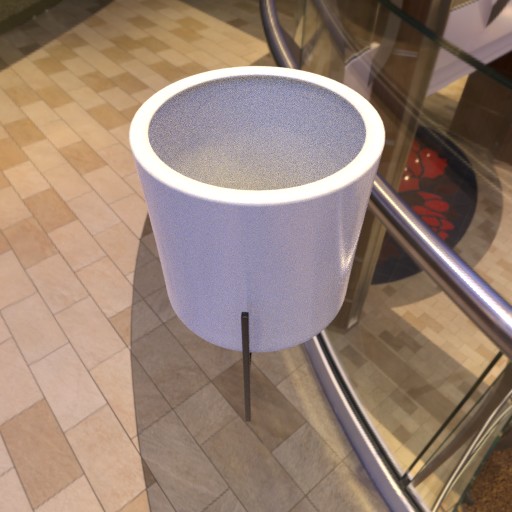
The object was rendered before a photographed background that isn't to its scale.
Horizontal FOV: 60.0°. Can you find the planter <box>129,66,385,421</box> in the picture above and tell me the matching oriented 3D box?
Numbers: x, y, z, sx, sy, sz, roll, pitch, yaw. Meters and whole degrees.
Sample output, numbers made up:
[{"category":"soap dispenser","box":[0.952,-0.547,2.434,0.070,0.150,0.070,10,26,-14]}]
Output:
[{"category":"planter","box":[0.000,0.000,0.737,0.360,0.480,0.361,3,47,3]}]
